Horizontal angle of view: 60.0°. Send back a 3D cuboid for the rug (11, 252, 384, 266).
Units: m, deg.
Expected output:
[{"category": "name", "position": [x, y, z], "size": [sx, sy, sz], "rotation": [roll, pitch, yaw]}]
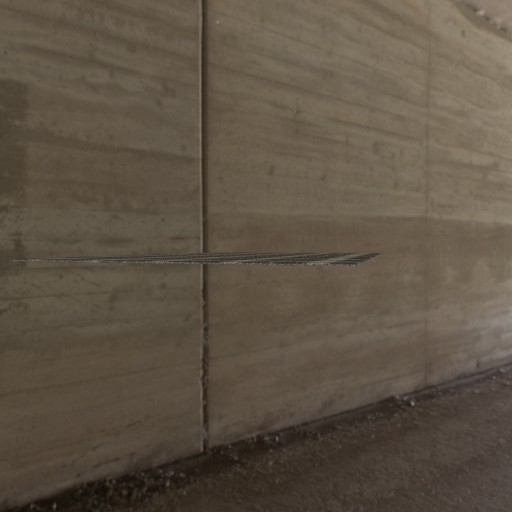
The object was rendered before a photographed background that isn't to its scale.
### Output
[{"category": "rug", "position": [0.000, 0.000, 2.886], "size": [1.520, 0.015, 2.434], "rotation": [0, 1, 18]}]
